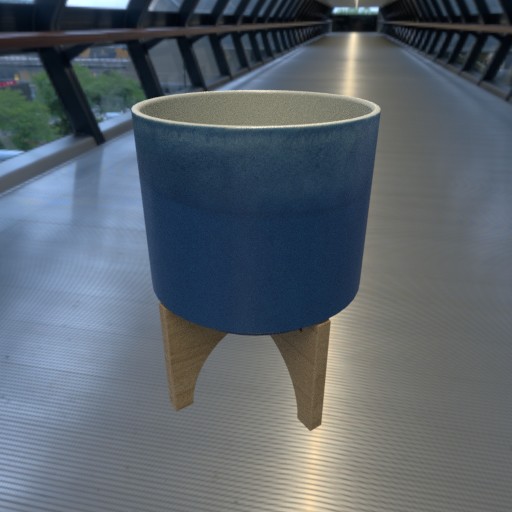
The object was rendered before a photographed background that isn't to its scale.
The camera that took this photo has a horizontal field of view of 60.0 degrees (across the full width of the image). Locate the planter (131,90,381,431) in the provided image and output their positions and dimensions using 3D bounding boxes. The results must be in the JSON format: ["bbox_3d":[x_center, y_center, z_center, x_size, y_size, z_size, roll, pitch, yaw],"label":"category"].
[{"bbox_3d":[0.000,0.000,0.560,0.261,0.367,0.261,0,27,0],"label":"planter"}]
